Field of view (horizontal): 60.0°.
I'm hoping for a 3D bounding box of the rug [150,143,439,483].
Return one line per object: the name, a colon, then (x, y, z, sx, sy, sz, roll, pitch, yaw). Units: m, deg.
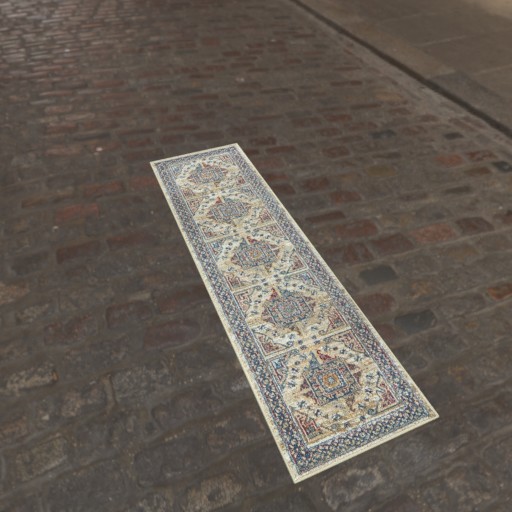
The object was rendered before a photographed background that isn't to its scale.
rug: (0.000, 0.000, 2.470, 0.661, 0.013, 2.297, -17, 47, -16)
